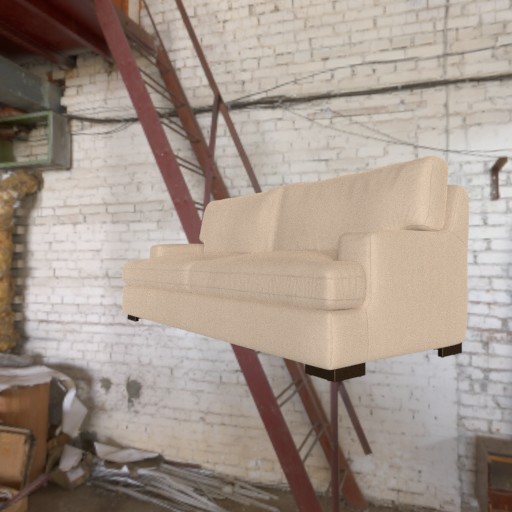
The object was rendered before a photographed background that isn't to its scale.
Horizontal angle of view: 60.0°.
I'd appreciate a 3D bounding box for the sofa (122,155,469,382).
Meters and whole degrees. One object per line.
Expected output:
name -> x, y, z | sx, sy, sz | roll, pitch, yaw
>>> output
sofa -> 0.000, 0.000, 2.654 | 0.929, 0.925, 2.147 | 0, -1, -36
